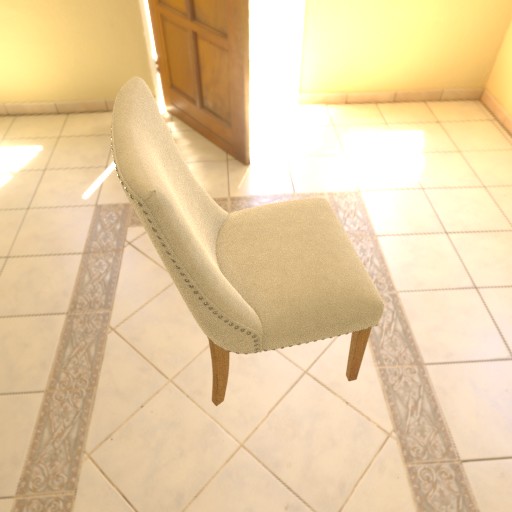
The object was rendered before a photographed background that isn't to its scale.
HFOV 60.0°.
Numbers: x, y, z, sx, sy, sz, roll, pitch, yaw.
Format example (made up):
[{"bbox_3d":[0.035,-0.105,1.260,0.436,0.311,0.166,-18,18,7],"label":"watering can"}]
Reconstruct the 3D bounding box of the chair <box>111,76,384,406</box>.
[{"bbox_3d":[0.000,0.000,1.263,0.610,0.902,0.495,-10,47,-9],"label":"chair"}]
